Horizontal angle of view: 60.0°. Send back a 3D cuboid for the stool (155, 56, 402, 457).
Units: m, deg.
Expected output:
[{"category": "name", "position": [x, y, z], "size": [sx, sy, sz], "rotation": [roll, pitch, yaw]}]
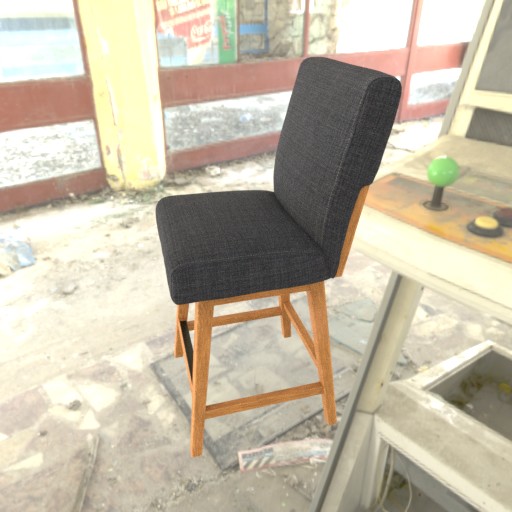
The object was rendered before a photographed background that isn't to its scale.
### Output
[{"category": "stool", "position": [0.000, 0.000, 1.276], "size": [0.526, 1.010, 0.459], "rotation": [-8, 31, -13]}]
